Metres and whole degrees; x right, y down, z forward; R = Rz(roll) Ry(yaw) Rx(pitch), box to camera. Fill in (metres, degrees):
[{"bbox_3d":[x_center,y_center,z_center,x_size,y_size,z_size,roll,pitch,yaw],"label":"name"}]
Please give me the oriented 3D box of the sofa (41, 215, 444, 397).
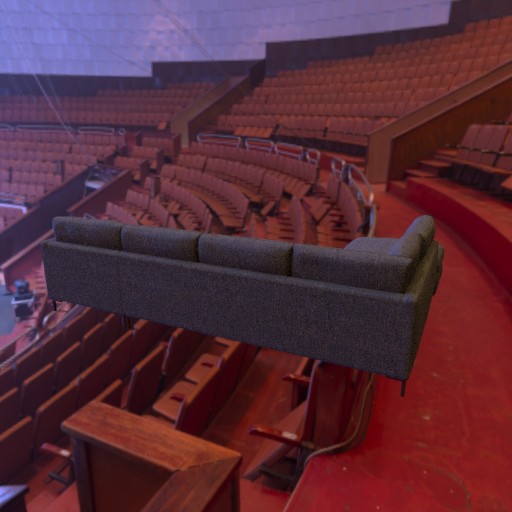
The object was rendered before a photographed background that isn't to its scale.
[{"bbox_3d":[0.000,0.000,3.601,2.737,0.753,1.879,8,18,25],"label":"sofa"}]
